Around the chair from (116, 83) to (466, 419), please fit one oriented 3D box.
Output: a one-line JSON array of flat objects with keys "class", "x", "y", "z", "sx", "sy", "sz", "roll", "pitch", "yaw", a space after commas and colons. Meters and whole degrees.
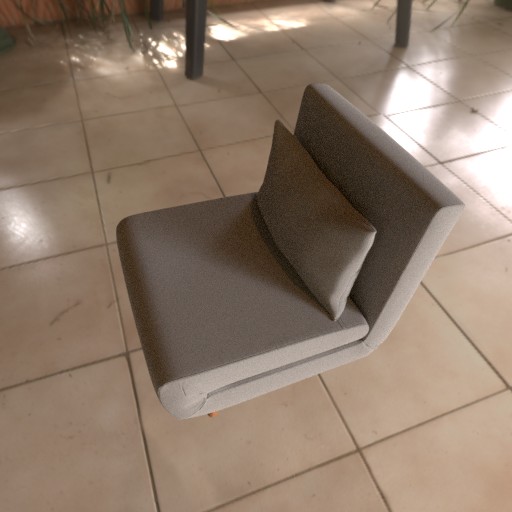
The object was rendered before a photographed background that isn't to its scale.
[{"class": "chair", "x": 0.000, "y": 0.000, "z": 1.546, "sx": 0.902, "sy": 0.808, "sz": 0.770, "roll": -16, "pitch": 48, "yaw": -15}]
